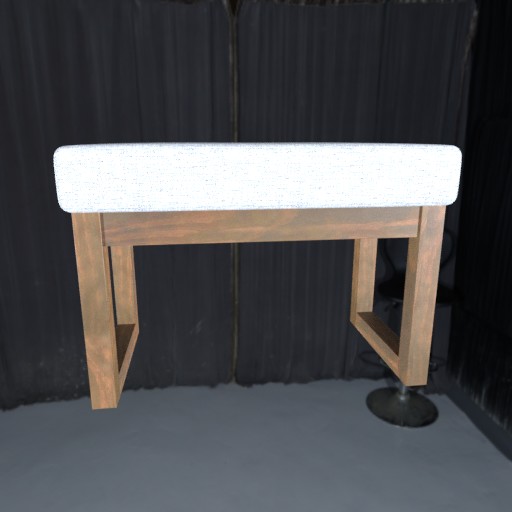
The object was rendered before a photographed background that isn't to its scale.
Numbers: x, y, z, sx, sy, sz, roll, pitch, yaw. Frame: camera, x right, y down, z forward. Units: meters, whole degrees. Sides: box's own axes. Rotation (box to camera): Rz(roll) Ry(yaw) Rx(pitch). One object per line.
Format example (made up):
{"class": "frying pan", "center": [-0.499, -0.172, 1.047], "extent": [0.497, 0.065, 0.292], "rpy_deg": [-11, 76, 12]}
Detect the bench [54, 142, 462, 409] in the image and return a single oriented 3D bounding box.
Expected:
{"class": "bench", "center": [0.000, 0.000, 0.944], "extent": [0.681, 0.467, 0.366], "rpy_deg": [-2, 15, -7]}
